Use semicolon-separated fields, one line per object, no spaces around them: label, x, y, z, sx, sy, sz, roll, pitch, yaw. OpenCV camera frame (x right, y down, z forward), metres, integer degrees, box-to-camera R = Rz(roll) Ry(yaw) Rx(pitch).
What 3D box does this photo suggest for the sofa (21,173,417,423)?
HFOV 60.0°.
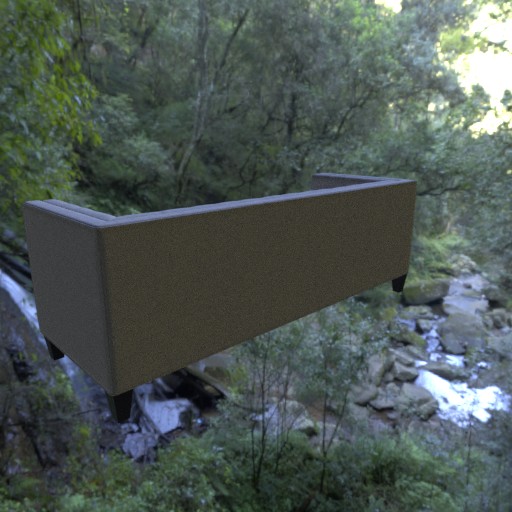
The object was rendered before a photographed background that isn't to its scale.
sofa;0.000;0.000;2.517;2.159;0.762;0.775;-14;21;-41
